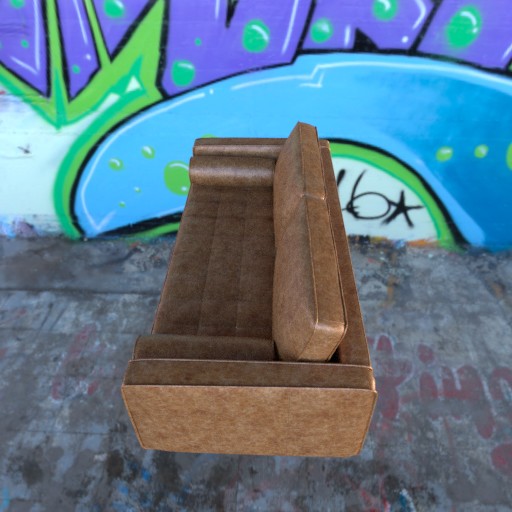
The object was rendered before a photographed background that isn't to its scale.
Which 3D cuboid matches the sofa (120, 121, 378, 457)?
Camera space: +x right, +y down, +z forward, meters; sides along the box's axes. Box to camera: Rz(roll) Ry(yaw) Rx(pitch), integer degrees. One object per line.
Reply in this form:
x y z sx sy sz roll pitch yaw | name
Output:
0.000 0.000 2.371 0.924 0.825 1.920 1 41 1 | sofa
